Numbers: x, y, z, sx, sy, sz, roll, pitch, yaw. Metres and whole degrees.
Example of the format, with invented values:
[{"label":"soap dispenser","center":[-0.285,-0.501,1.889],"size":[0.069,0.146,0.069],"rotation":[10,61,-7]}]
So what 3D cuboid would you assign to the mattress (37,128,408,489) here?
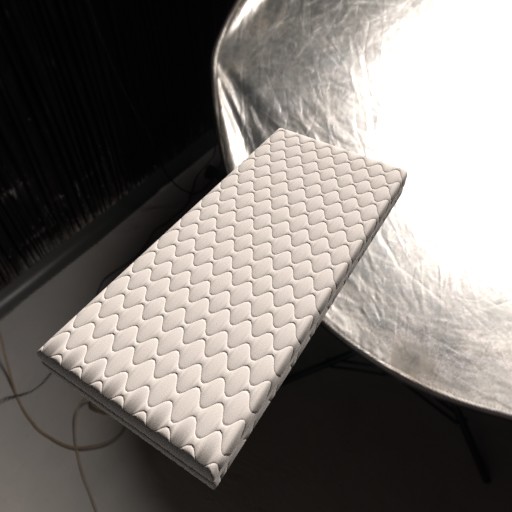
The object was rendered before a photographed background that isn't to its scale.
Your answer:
[{"label":"mattress","center":[0.000,0.000,2.286],"size":[0.900,0.200,2.000],"rotation":[25,53,21]}]
